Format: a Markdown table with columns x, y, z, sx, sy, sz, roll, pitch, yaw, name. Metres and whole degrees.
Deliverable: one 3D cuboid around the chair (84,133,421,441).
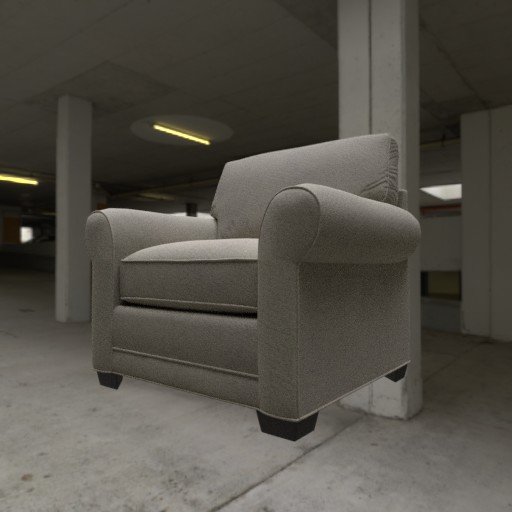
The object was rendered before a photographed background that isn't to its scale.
| x | y | z | sx | sy | sz | roll | pitch | yaw | name |
| --- | --- | --- | --- | --- | --- | --- | --- | --- | --- |
| 0.000 | 0.000 | 1.849 | 1.147 | 1.044 | 0.939 | -1 | -1 | 38 | chair |
